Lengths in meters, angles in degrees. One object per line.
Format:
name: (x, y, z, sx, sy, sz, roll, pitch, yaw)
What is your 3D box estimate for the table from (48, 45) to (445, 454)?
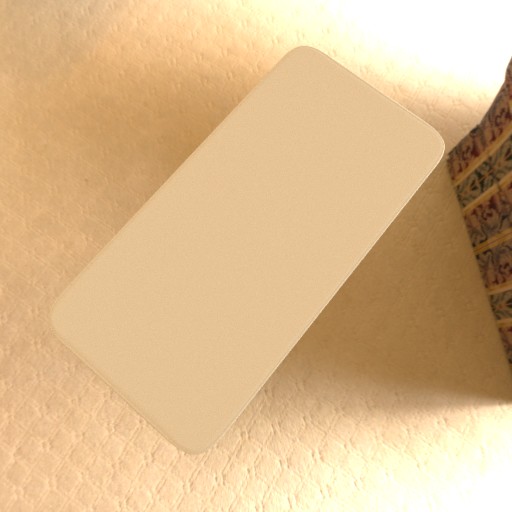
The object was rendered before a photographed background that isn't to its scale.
table: (0.000, 0.000, 1.677, 0.610, 0.737, 1.219, 39, 79, 9)
